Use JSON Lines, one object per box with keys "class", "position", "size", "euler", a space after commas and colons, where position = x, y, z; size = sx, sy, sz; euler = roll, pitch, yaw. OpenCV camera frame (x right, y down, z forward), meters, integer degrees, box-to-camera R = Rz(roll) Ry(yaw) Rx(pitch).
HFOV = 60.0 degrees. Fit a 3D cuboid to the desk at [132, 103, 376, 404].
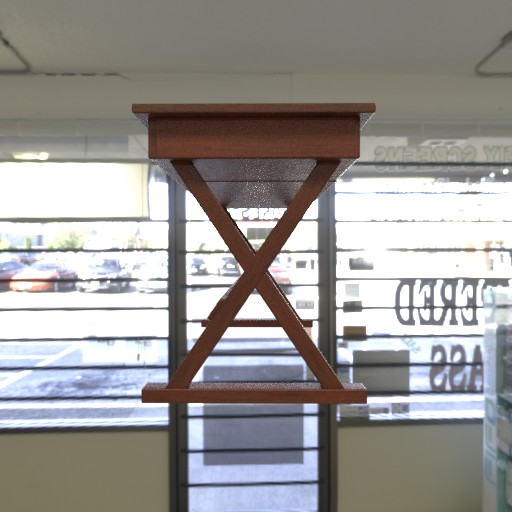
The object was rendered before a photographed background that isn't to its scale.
{"class": "desk", "position": [0.000, 0.000, 1.775], "size": [0.600, 0.761, 1.372], "euler": [0, 0, 1]}
